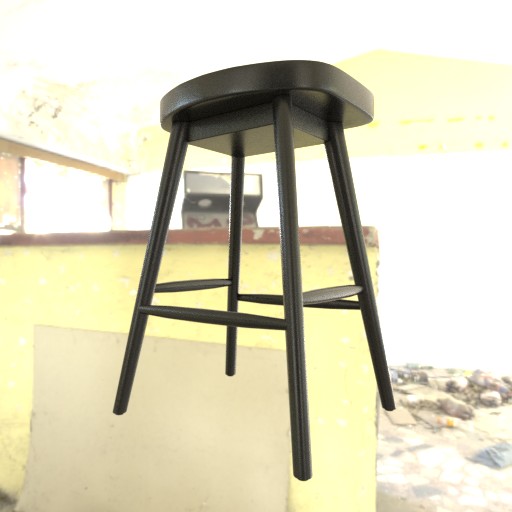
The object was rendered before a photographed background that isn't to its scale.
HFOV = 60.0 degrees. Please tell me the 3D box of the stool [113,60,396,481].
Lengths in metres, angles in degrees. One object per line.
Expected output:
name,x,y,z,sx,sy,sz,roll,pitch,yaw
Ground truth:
stool,0.000,0.000,0.872,0.440,0.615,0.361,0,1,37
